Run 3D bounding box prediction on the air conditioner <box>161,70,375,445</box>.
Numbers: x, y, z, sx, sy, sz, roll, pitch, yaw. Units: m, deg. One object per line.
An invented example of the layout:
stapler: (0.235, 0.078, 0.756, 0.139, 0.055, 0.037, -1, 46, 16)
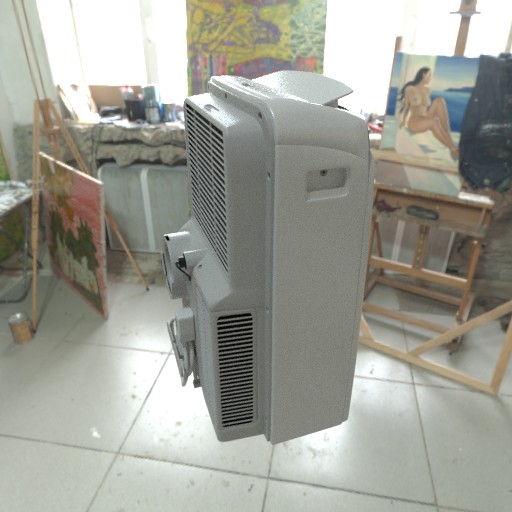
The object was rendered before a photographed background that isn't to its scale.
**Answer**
air conditioner: (0.000, 0.000, 1.047, 0.414, 0.786, 0.449, -9, 30, -17)
